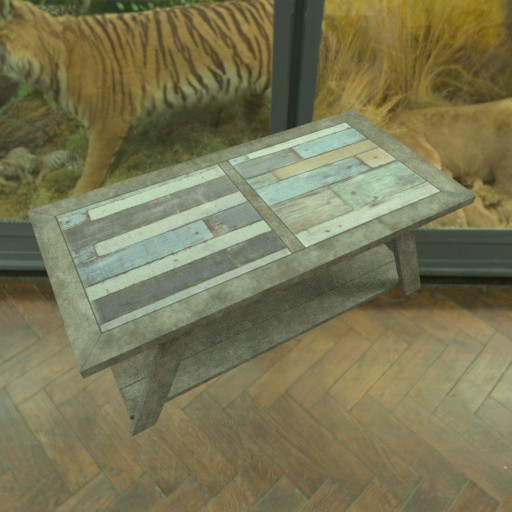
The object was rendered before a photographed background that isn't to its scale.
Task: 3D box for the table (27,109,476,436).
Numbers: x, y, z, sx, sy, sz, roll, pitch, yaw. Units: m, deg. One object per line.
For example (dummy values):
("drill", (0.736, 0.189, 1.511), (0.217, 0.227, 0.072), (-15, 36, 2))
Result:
("table", (0.000, 0.000, 1.514), (1.219, 0.470, 0.610), (-22, 51, -20))
